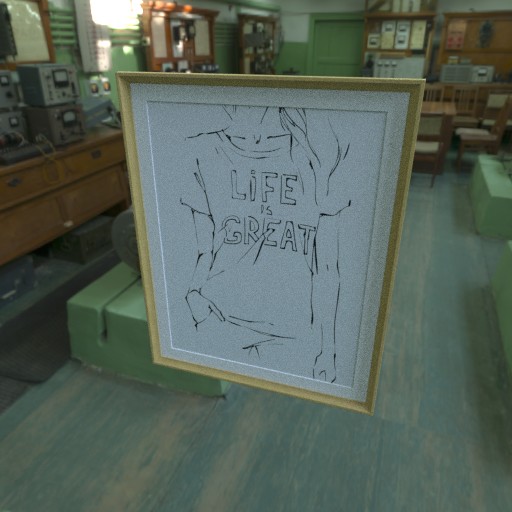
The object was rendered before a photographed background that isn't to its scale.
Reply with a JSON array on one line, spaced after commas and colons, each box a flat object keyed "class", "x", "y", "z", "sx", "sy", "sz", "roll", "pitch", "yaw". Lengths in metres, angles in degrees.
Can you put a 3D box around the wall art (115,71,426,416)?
[{"class": "wall art", "x": 0.000, "y": 0.000, "z": 1.323, "sx": 0.798, "sy": 1.002, "sz": 0.030, "roll": 8, "pitch": 27, "yaw": 17}]
